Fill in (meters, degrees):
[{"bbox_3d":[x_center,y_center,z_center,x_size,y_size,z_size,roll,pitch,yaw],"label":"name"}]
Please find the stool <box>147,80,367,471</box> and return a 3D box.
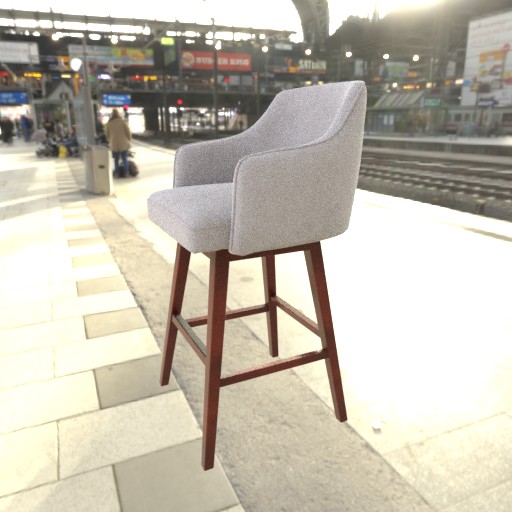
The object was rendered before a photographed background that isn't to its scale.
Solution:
[{"bbox_3d":[0.000,0.000,1.365,0.558,1.012,0.548,-8,19,-25],"label":"stool"}]
